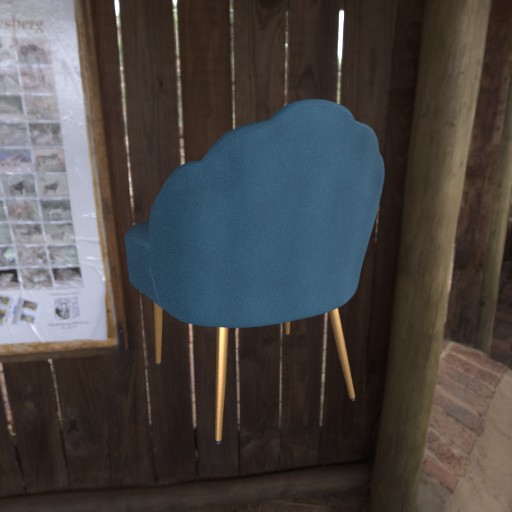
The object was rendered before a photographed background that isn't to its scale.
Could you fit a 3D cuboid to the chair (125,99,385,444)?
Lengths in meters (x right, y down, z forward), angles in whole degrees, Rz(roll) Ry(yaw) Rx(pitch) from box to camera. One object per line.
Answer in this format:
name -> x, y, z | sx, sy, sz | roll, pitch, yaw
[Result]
chair -> 0.000, 0.000, 1.272 | 0.657, 0.819, 0.599 | -8, 18, -25
